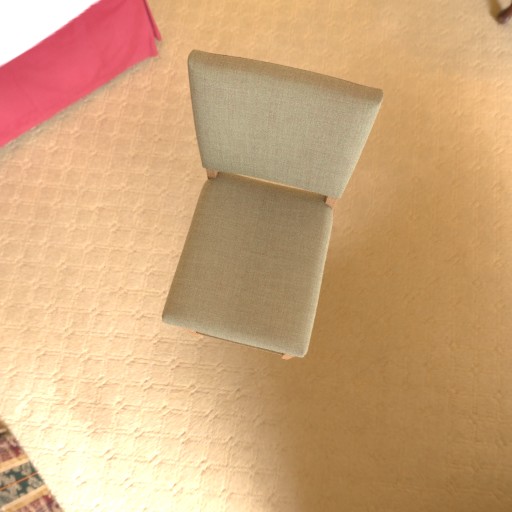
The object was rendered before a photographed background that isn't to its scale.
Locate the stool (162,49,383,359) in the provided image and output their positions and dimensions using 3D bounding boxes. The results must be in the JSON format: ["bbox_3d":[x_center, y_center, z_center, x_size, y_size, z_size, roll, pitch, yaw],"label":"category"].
[{"bbox_3d":[0.000,0.000,1.477,0.445,1.203,0.585,13,76,3],"label":"stool"}]
